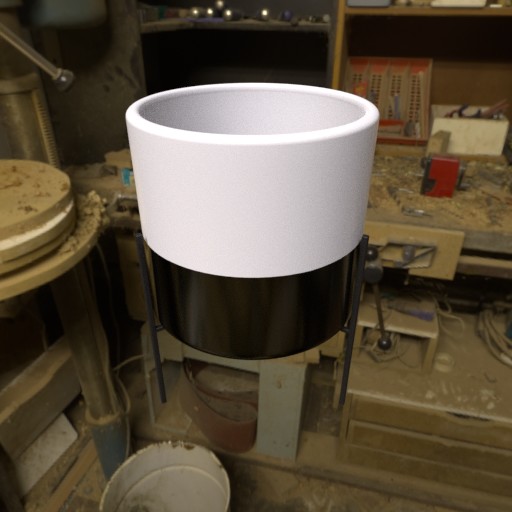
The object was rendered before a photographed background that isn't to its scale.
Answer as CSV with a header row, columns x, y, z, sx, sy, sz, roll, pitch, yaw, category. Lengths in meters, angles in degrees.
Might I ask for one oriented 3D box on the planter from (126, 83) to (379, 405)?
x,y,z,sx,sy,sz,roll,pitch,yaw,category
0.000,0.000,0.648,0.310,0.432,0.310,8,32,14,planter
